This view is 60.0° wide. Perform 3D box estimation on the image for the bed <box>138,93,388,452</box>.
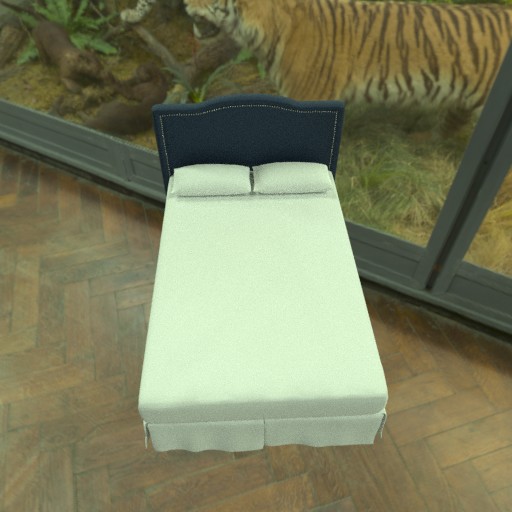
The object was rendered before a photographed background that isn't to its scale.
[{"bbox_3d":[0.000,0.000,3.503,1.741,1.441,2.507,-2,48,-2],"label":"bed"}]
